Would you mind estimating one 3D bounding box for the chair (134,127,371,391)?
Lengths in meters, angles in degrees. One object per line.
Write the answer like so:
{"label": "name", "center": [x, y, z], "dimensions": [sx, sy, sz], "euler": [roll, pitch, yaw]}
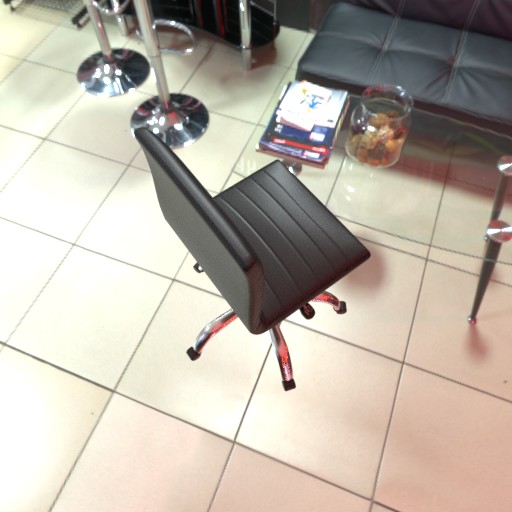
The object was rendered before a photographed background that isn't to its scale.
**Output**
{"label": "chair", "center": [0.000, 0.000, 1.169], "dimensions": [0.530, 0.780, 0.556], "euler": [-32, 65, -17]}
